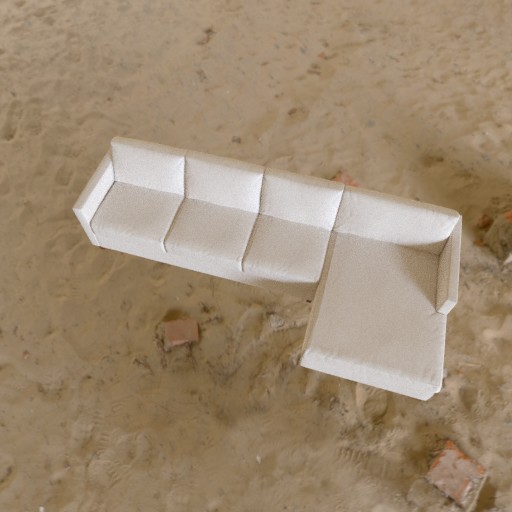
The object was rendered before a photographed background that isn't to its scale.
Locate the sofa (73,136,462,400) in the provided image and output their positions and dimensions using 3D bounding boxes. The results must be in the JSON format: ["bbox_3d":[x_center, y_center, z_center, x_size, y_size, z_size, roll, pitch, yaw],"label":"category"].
[{"bbox_3d":[0.000,0.000,4.103,3.471,0.954,1.606,14,59,8],"label":"sofa"}]
